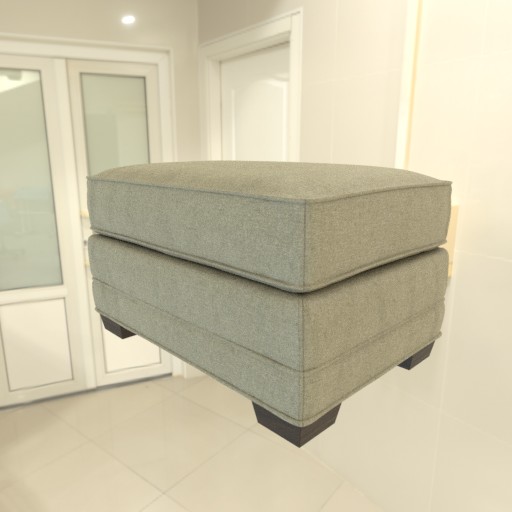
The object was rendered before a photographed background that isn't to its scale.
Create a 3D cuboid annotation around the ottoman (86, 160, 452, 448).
[{"bbox_3d":[0.000,0.000,1.218,0.611,0.508,0.848,-13,19,-43],"label":"ottoman"}]
